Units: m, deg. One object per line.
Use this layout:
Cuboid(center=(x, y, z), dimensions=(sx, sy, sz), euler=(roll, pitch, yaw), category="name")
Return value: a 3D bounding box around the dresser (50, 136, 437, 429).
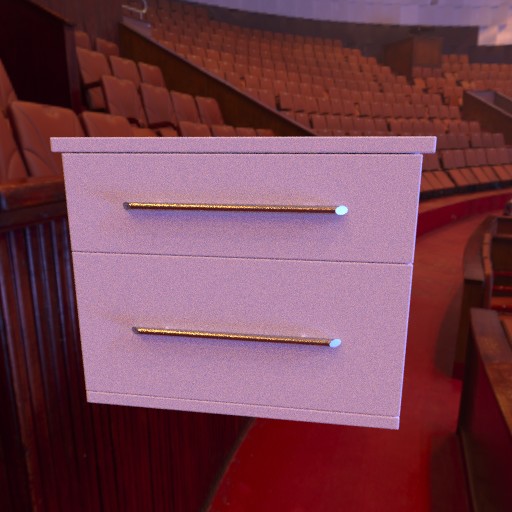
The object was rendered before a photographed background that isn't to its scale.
Cuboid(center=(0.000, 0.000, 0.707), dimensions=(0.430, 0.360, 0.400), euler=(2, 14, 8), category="dresser")
